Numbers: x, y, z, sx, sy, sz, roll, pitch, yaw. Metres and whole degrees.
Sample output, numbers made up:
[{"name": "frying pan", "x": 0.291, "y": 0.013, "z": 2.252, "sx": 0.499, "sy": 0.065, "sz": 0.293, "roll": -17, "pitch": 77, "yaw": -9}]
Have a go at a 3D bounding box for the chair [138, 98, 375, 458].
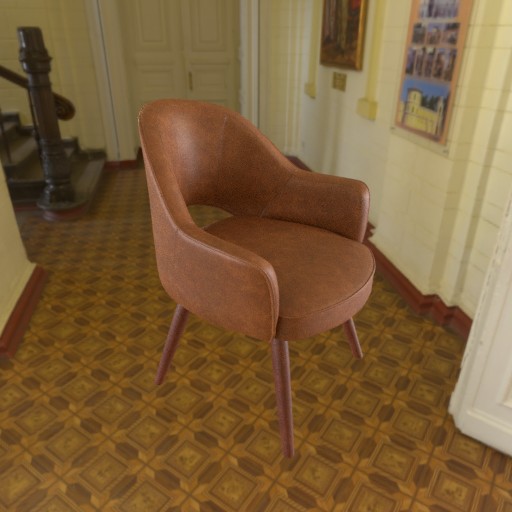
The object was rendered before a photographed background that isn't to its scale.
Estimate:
[{"name": "chair", "x": 0.000, "y": 0.000, "z": 1.227, "sx": 0.640, "sy": 0.777, "sz": 0.591, "roll": 17, "pitch": 32, "yaw": 30}]
